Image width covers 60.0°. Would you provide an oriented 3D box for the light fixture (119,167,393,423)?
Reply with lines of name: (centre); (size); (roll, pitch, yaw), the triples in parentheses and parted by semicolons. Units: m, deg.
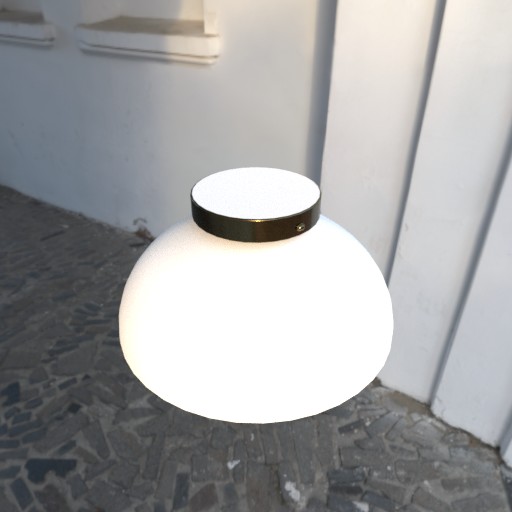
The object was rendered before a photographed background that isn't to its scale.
light fixture: (0.000, 0.000, 0.550); (0.355, 0.177, 0.355); (0, 32, 0)
